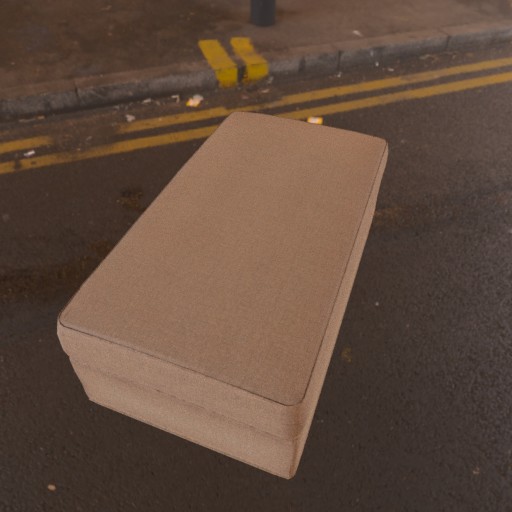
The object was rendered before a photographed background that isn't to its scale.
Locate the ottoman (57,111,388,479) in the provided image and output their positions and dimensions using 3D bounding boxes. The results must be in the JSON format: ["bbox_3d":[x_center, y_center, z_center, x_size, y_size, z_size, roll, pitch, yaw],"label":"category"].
[{"bbox_3d":[0.000,0.000,1.414,0.617,0.448,1.097,15,48,14],"label":"ottoman"}]
